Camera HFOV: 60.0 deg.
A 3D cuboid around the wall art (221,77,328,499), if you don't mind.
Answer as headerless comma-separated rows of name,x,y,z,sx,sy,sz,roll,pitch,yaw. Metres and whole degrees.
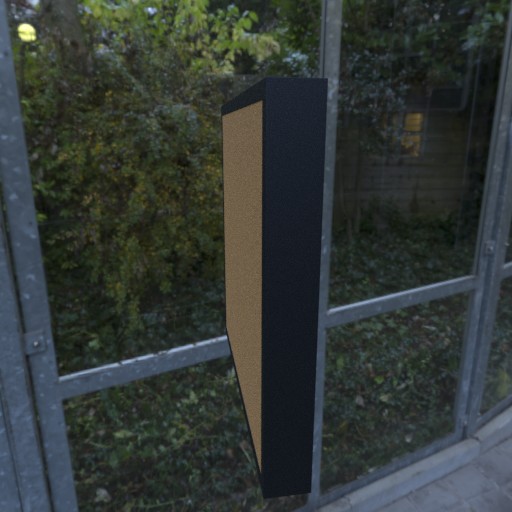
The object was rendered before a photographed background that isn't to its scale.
wall art,0.000,0.000,0.448,0.038,0.304,0.305,-3,16,-9
